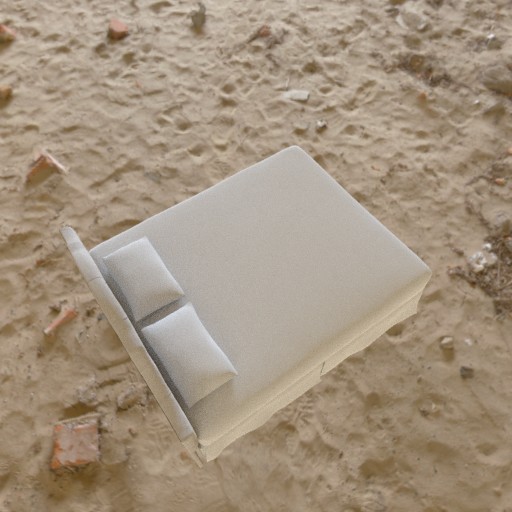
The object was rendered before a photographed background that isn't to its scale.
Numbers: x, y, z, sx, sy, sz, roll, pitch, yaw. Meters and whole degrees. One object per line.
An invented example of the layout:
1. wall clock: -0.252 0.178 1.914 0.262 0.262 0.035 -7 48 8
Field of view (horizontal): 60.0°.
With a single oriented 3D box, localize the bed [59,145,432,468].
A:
1. bed: 0.000 0.000 3.708 2.477 1.617 2.039 -31 62 -18
